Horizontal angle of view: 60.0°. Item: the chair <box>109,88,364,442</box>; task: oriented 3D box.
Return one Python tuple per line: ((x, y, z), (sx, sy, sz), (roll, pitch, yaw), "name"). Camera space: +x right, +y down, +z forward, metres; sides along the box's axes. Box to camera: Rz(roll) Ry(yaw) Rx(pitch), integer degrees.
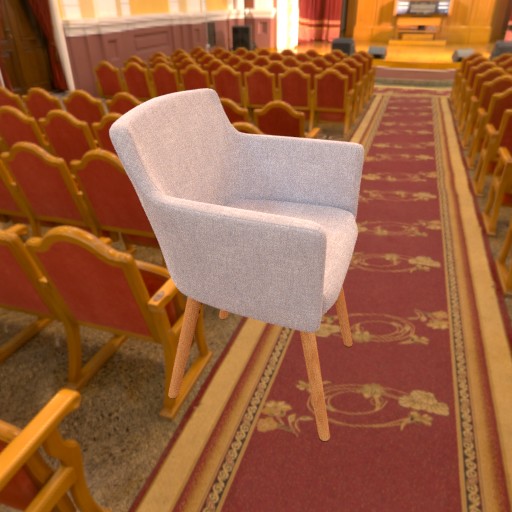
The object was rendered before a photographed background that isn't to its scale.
((0.000, 0.000, 1.178), (0.540, 0.780, 0.570), (10, 32, 16), "chair")
